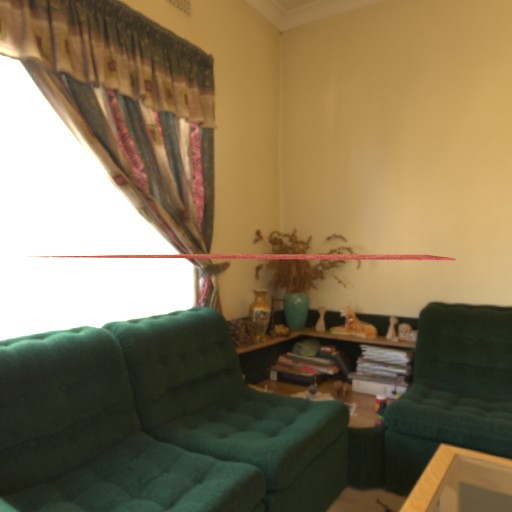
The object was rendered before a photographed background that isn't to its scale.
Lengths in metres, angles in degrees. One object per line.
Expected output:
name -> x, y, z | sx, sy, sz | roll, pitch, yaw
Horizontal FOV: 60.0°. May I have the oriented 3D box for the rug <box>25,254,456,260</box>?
rug -> 0.000, 0.000, 4.351 | 3.306, 0.011, 2.389 | 0, 1, 17
